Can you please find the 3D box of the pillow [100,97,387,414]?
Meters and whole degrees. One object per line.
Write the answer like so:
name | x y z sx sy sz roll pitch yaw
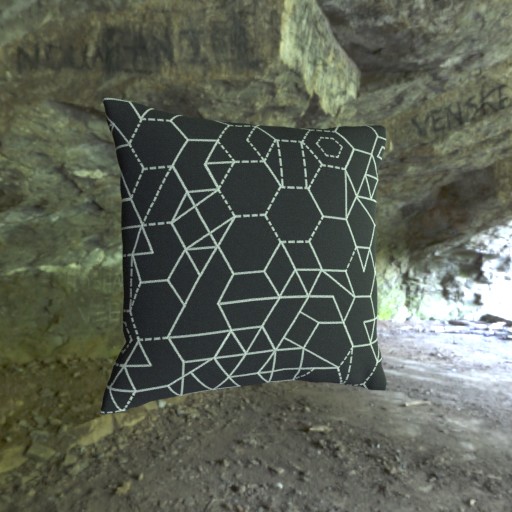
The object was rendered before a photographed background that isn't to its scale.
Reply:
pillow | 0.000 0.000 0.781 0.517 0.508 0.158 0 -1 -16
